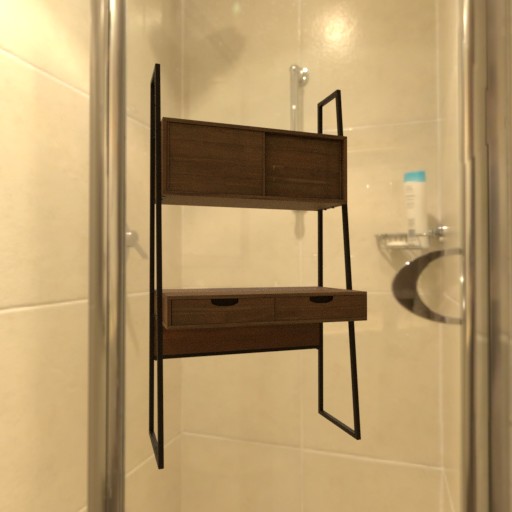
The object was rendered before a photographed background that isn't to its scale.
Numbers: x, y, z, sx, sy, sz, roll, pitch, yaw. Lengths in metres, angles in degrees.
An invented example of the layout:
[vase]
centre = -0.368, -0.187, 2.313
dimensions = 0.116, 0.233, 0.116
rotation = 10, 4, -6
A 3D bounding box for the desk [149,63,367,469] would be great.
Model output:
[desk]
centre = 0.000, 0.000, 2.195
dimensions = 0.982, 1.809, 0.515
rotation = 0, -1, -19
